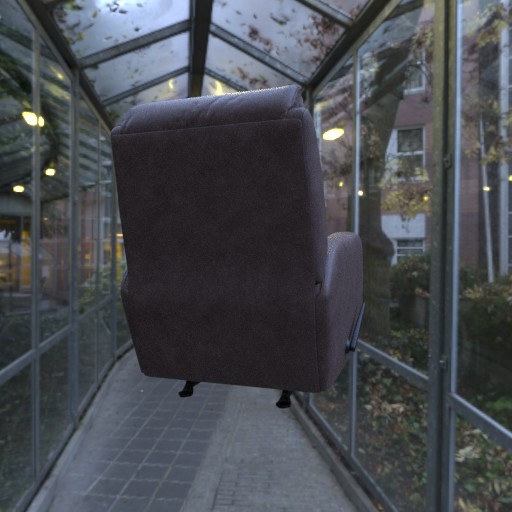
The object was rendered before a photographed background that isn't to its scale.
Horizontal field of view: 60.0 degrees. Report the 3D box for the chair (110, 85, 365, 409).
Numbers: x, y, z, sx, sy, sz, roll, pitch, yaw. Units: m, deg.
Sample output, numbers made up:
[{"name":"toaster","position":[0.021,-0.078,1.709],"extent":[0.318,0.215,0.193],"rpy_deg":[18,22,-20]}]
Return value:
[{"name":"chair","position":[0.000,0.000,1.867],"extent":[0.865,1.067,1.067],"rpy_deg":[0,0,18]}]
